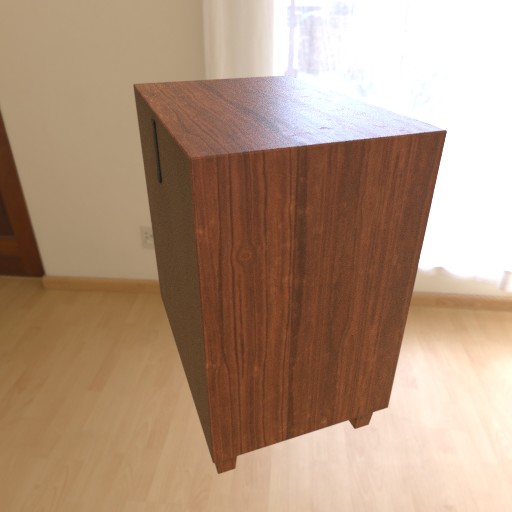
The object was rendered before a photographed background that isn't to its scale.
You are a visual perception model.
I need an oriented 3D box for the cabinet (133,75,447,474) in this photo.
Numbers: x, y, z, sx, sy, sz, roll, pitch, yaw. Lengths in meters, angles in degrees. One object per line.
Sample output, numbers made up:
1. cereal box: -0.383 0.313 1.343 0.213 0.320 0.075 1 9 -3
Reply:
1. cabinet: 0.000 0.000 1.040 0.410 0.695 0.607 -10 32 -17
